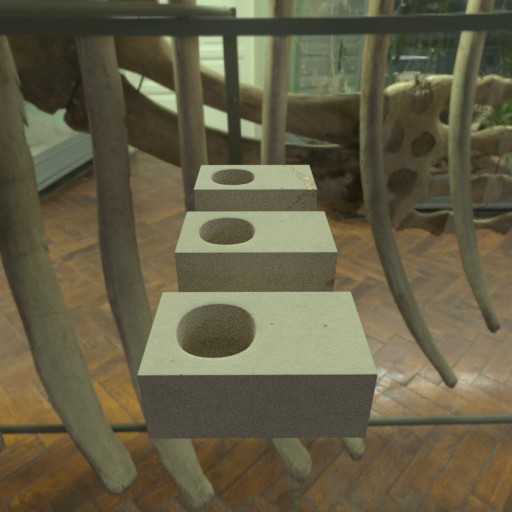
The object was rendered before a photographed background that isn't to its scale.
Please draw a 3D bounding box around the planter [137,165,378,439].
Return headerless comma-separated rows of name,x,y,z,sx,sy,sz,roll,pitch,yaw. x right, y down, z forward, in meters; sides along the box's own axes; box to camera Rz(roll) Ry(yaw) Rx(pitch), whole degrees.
planter,0.000,0.000,0.389,0.127,0.051,0.333,0,31,0
